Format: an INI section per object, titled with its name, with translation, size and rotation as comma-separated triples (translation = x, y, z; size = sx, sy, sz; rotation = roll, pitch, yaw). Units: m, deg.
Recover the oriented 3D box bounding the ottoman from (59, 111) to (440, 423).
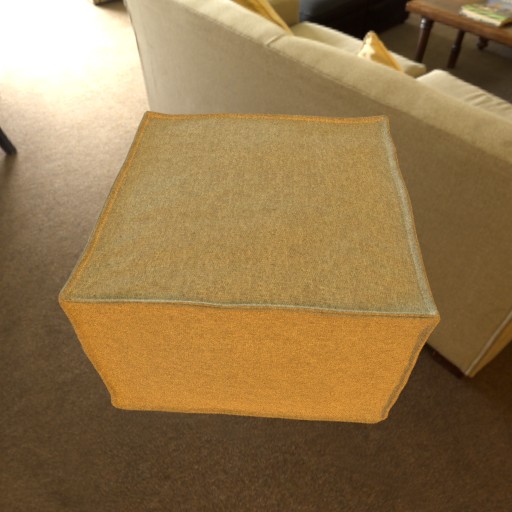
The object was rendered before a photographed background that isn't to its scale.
[ottoman]
translation = 0.000, 0.000, 1.145
size = 0.707, 0.470, 0.696
rotation = 3, 48, 2
